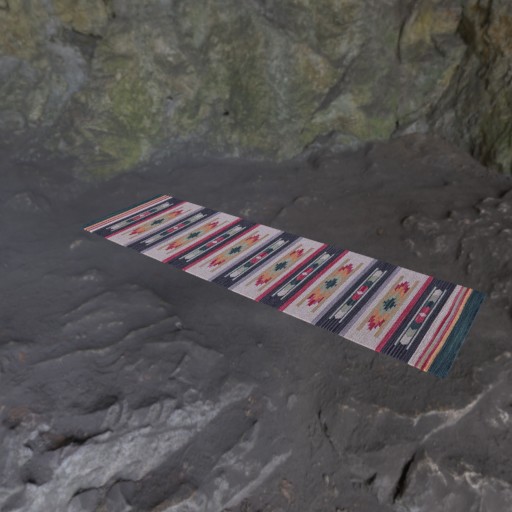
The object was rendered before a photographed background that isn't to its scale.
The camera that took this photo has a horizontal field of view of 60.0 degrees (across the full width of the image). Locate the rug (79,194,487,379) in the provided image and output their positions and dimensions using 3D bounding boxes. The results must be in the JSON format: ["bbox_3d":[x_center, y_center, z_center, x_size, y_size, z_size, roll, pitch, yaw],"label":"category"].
[{"bbox_3d":[0.000,0.000,2.680,2.440,0.009,0.760,19,35,31],"label":"rug"}]
